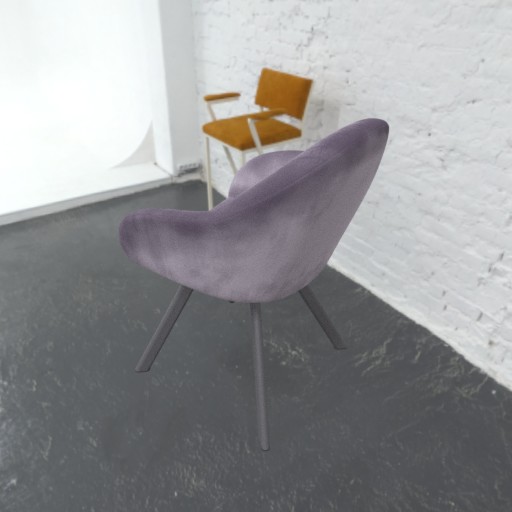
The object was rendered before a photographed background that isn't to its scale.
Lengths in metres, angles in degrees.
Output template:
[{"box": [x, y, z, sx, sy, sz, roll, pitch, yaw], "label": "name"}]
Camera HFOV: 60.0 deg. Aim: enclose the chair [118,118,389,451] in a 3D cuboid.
[{"box": [0.000, 0.000, 1.210, 0.590, 0.795, 0.550, 20, 36, 30], "label": "chair"}]
